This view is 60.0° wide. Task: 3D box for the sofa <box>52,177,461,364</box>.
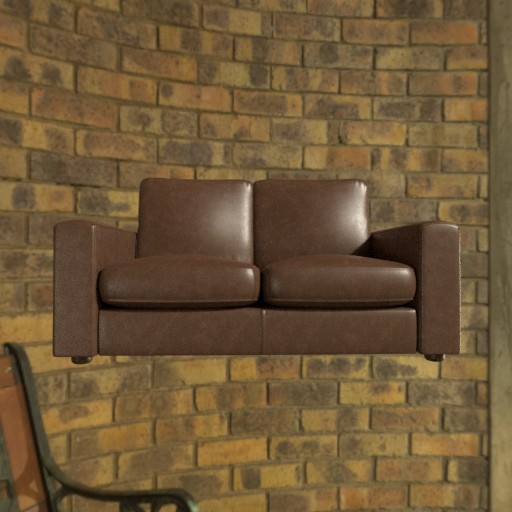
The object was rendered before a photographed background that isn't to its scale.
[{"bbox_3d":[0.000,0.000,2.205,1.616,0.873,1.016,0,-1,-2],"label":"sofa"}]
